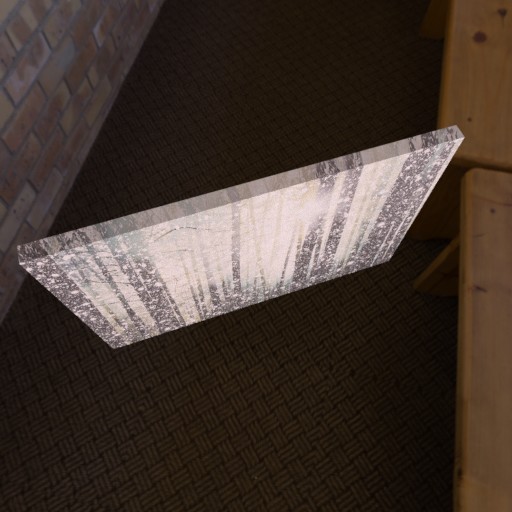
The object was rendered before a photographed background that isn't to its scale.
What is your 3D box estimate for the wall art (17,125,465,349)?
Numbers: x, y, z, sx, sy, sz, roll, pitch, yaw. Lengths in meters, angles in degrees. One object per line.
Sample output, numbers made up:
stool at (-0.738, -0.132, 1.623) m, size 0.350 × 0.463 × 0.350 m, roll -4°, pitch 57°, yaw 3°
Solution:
wall art at (0.000, 0.000, 1.145) m, size 0.919 × 0.598 × 0.038 m, roll -17°, pitch 65°, yaw -8°
